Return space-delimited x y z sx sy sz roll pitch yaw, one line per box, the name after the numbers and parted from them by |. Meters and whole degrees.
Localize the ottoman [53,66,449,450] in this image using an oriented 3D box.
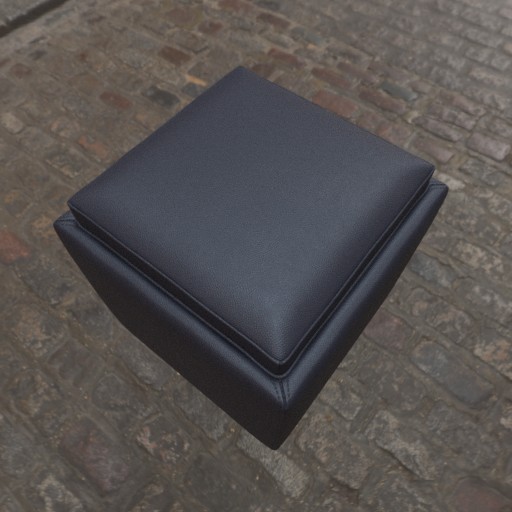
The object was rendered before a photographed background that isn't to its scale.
0.000 0.000 0.807 0.450 0.460 0.451 34 65 18 | ottoman
